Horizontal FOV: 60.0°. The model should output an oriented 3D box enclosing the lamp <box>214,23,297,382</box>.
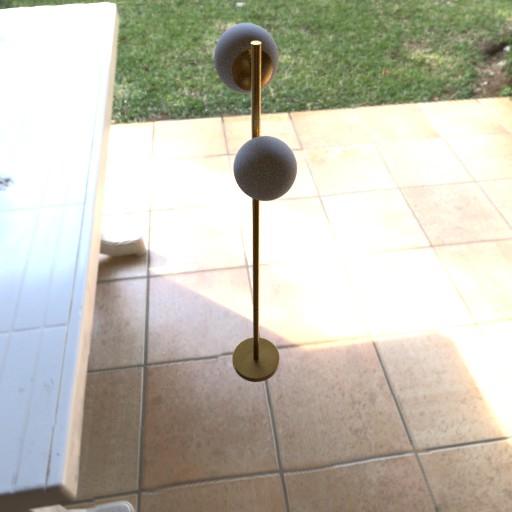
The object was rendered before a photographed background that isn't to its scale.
[{"bbox_3d":[0.000,0.000,1.754,0.249,1.641,0.419,-10,48,-10],"label":"lamp"}]
